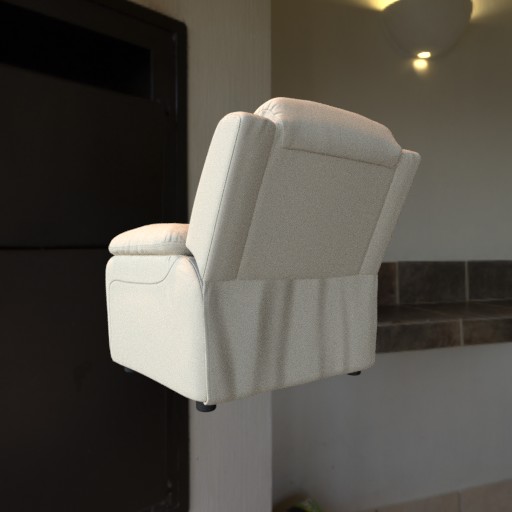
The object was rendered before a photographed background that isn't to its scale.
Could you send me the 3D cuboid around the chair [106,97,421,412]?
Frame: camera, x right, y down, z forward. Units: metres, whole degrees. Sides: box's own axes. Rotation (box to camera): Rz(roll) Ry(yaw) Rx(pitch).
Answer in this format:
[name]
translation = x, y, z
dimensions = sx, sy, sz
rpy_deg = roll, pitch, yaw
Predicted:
[chair]
translation = 0.000, 0.000, 1.280
dimensions = 0.680, 0.702, 0.709
rpy_deg = 0, 0, -37
